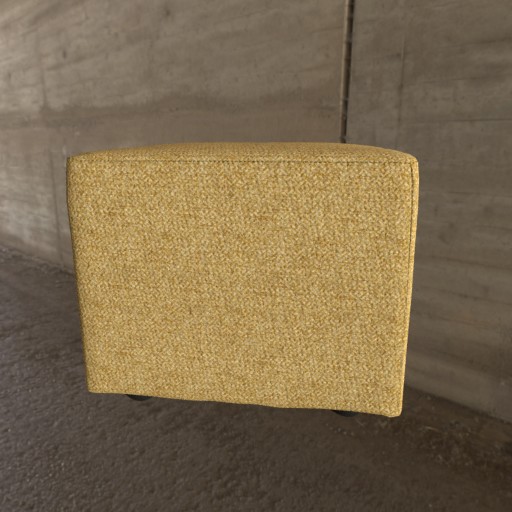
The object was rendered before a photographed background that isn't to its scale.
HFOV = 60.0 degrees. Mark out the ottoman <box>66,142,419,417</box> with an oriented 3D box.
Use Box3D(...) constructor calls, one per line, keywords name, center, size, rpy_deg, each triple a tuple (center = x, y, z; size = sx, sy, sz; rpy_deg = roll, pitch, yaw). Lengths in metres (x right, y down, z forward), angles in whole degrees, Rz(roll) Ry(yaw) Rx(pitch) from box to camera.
Box3D(name="ottoman", center=(0.000, 0.000, 0.887), size=(0.512, 0.441, 0.505), rpy_deg=(2, 14, 7))
